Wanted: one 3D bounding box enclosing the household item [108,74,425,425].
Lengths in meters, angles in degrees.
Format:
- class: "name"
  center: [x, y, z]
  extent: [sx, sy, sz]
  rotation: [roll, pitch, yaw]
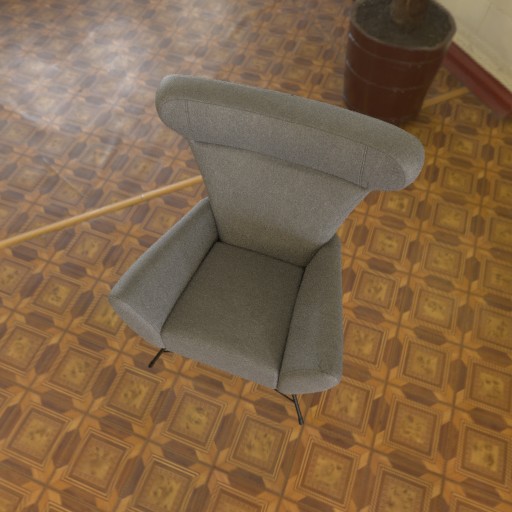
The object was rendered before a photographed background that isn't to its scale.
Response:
- class: "household item"
  center: [0.000, 0.000, 1.795]
  extent: [0.980, 1.050, 0.900]
  rotation: [17, 60, 10]
